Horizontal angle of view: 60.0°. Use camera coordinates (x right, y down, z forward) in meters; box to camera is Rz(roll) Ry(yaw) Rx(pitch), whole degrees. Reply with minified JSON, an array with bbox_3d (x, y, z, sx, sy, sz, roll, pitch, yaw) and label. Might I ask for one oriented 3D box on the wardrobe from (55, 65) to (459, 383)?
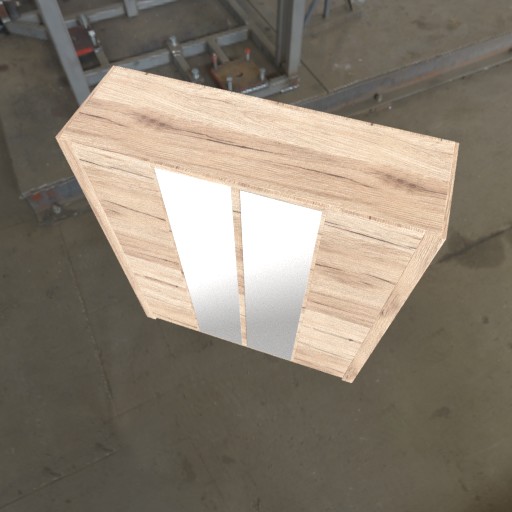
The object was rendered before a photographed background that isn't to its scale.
[{"bbox_3d":[0.000,0.000,2.961,1.810,2.070,0.580,16,60,10],"label":"wardrobe"}]
